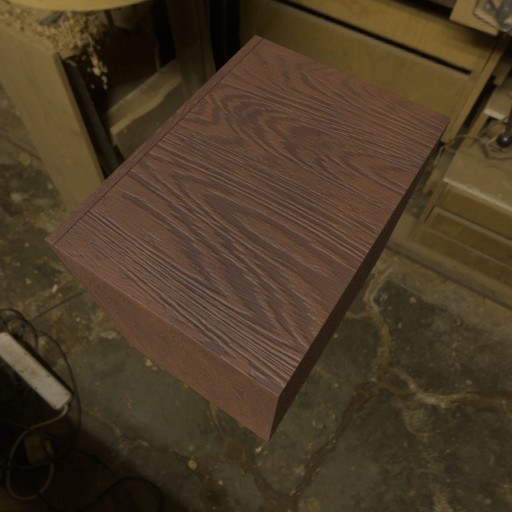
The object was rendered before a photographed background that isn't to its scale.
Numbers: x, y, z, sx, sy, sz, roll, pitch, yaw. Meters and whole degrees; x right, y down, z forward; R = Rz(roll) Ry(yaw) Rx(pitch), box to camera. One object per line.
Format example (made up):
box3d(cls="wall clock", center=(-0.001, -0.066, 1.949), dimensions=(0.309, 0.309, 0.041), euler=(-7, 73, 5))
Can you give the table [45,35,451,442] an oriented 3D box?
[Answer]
box3d(cls="table", center=(0.000, 0.000, 0.967), dimensions=(0.439, 0.585, 0.560), euler=(30, 66, 15))
